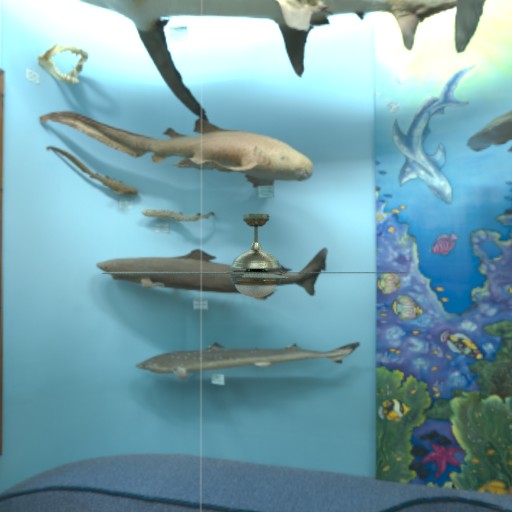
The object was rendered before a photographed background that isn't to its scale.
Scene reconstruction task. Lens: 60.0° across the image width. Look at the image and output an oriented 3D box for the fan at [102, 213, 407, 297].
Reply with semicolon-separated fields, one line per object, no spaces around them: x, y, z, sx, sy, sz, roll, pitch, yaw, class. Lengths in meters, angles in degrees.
0.000;0.000;2.047;1.321;0.381;1.321;0;-1;18;fan
